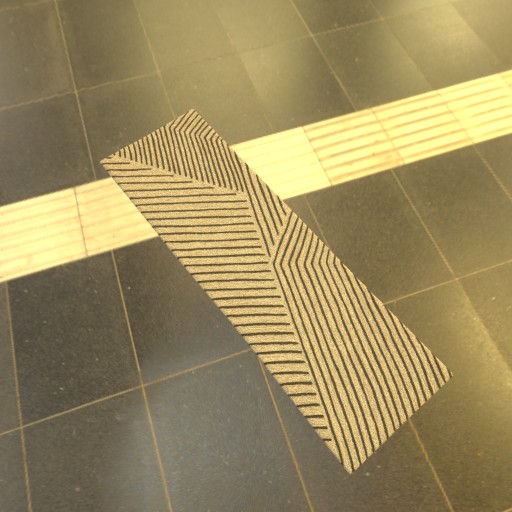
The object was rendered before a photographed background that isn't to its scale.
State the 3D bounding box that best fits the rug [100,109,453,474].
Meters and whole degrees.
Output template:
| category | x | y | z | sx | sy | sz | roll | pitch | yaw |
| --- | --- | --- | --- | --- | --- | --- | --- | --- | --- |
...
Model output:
| category | x | y | z | sx | sy | sz | roll | pitch | yaw |
| --- | --- | --- | --- | --- | --- | --- | --- | --- | --- |
| rug | 0.000 | 0.000 | 2.691 | 0.773 | 0.020 | 2.439 | -36 | 69 | -16 |
